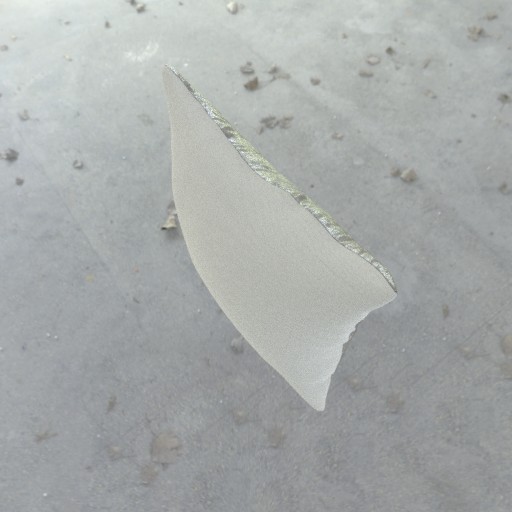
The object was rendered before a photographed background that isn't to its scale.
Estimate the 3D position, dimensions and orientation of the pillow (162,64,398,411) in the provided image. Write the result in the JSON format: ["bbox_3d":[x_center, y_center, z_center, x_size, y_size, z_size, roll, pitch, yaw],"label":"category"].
[{"bbox_3d":[0.000,0.000,0.738,0.175,0.464,0.470,-31,63,-18],"label":"pillow"}]
